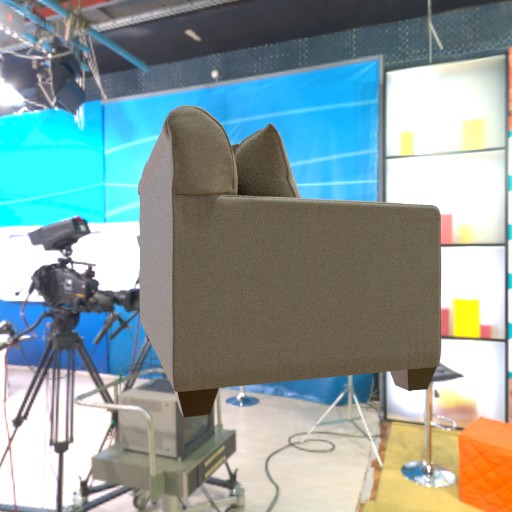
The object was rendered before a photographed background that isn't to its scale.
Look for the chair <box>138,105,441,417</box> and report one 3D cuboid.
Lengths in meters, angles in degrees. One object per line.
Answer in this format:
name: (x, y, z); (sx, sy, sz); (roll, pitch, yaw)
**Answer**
chair: (0.000, 0.000, 2.062); (1.000, 0.948, 1.383); (0, 0, -19)
